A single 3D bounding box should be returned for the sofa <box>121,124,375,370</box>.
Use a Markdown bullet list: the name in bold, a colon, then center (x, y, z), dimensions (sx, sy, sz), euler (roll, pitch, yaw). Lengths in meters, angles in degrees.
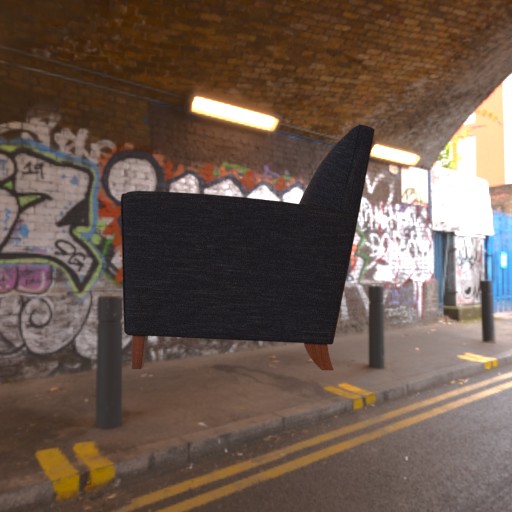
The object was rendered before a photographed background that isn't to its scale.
- **sofa**: center (0.000, 0.000, 2.462), dimensions (0.875, 0.846, 1.976), euler (0, -2, 2)
